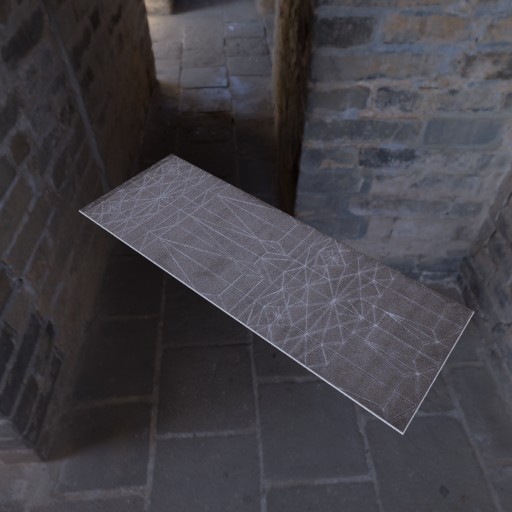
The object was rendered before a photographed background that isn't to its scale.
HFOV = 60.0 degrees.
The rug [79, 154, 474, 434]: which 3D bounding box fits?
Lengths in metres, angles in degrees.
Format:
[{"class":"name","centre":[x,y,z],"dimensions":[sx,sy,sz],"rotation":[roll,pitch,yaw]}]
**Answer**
[{"class":"rug","centre":[0.000,0.000,2.718],"dimensions":[2.388,0.012,0.864],"rotation":[31,54,25]}]
